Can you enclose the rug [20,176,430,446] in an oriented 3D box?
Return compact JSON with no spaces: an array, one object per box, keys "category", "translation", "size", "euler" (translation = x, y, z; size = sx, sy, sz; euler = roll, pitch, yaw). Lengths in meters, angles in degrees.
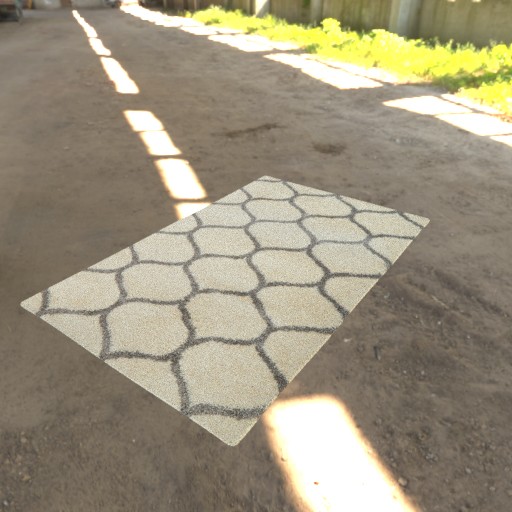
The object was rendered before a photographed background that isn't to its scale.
[{"category":"rug","translation":[0.000,0.000,2.860],"size":[1.501,0.024,2.348],"euler":[21,37,30]}]
